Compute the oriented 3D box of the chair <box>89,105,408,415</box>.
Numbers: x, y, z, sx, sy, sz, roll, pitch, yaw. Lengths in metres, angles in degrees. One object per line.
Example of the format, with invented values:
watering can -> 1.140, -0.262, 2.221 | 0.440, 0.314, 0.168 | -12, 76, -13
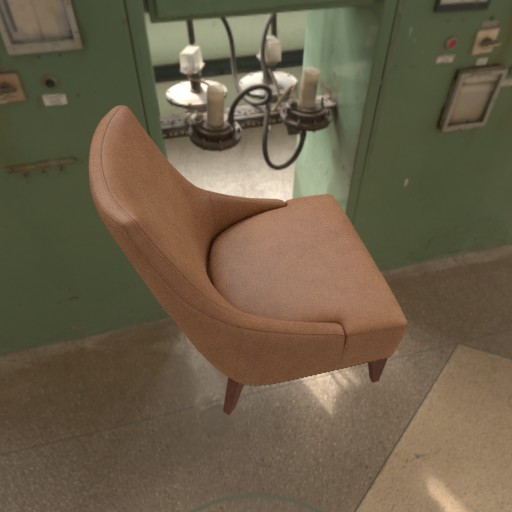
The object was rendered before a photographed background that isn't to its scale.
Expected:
chair -> 0.000, 0.000, 1.488 | 0.861, 0.909, 0.701 | -10, 47, -10
